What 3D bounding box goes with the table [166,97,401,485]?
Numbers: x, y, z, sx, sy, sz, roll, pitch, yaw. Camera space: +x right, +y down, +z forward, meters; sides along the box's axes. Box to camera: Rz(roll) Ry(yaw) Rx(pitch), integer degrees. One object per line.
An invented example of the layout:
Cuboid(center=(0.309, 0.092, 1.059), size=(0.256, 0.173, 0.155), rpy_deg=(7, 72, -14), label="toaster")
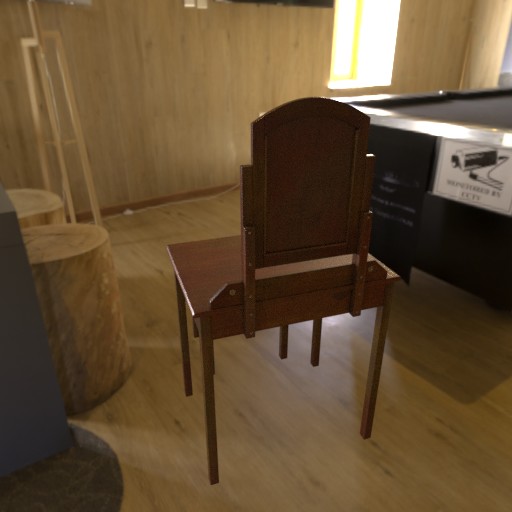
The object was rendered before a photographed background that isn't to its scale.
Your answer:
Cuboid(center=(0.000, 0.000, 2.245), size=(0.876, 1.631, 1.211), rpy_deg=(-8, 27, -17), label="table")
